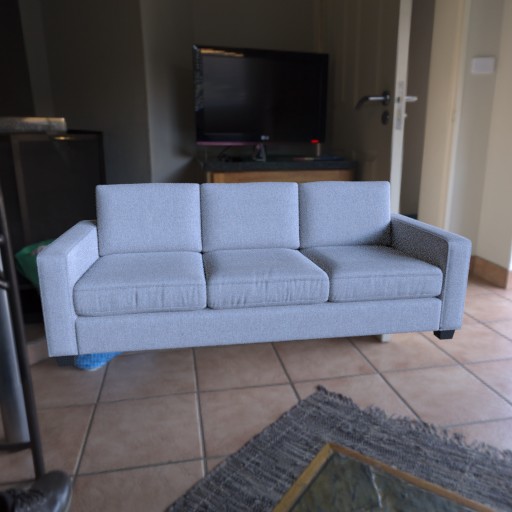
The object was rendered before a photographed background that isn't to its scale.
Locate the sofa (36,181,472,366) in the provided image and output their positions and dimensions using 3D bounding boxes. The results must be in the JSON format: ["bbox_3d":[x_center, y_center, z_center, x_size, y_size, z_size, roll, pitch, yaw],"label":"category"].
[{"bbox_3d":[0.000,0.000,2.566,2.120,0.800,0.900,-2,15,-8],"label":"sofa"}]
